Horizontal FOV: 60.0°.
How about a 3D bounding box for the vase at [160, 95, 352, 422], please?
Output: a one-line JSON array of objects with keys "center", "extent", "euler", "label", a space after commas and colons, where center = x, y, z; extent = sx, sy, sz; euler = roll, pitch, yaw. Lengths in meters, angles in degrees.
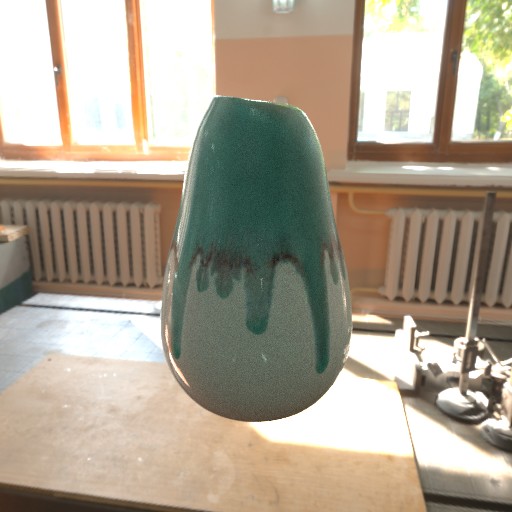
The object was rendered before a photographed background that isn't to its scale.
[{"center": [0.000, 0.000, 0.262], "extent": [0.116, 0.179, 0.116], "euler": [0, 16, 0], "label": "vase"}]
